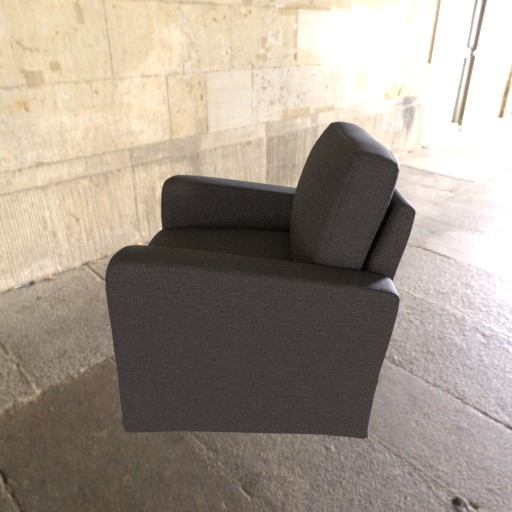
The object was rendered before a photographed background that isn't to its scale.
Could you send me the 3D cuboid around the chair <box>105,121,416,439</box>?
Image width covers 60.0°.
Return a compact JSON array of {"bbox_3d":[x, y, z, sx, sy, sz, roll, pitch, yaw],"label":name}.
[{"bbox_3d":[0.000,0.000,1.533,0.863,0.855,0.798,1,27,2],"label":"chair"}]
